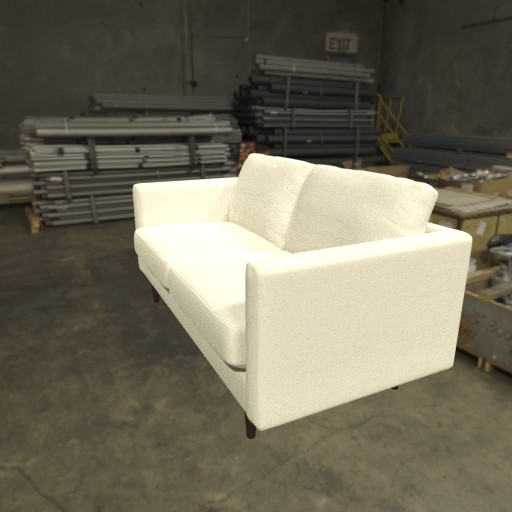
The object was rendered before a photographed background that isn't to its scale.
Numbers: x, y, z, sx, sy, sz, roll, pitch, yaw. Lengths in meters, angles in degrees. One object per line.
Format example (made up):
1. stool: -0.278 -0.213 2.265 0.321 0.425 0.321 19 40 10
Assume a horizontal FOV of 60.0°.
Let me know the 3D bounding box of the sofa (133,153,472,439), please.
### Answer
1. sofa: 0.000 0.000 2.212 0.940 0.893 1.713 -8 19 -25
